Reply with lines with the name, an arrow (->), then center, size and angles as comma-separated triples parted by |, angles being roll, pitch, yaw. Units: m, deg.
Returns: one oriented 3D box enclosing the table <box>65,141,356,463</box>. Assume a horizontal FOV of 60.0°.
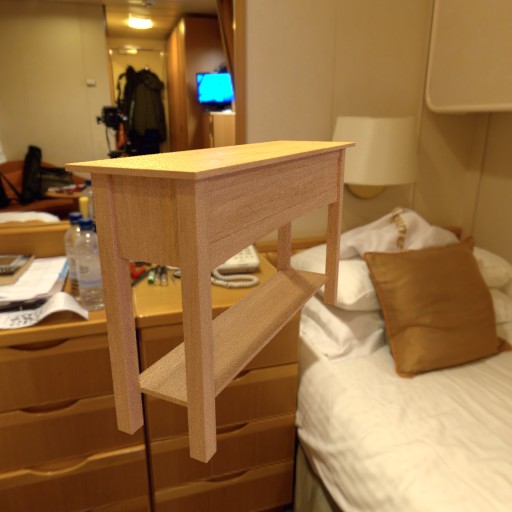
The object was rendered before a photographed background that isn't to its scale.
table -> 0.000, 0.000, 1.558 | 0.350, 0.730, 1.240 | 8, 19, 25
